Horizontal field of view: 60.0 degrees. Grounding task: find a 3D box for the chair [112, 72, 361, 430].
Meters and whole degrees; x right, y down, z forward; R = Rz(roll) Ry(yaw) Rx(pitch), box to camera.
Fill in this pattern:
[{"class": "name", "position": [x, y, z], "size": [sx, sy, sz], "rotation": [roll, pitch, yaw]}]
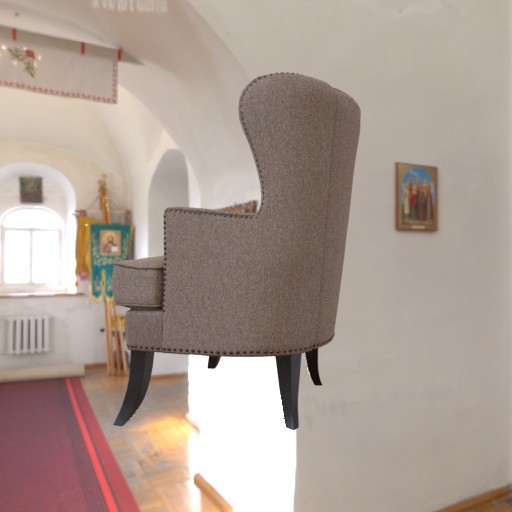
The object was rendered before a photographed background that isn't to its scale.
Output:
[{"class": "chair", "position": [0.000, 0.000, 1.644], "size": [0.758, 1.060, 0.759], "rotation": [0, 0, 17]}]
